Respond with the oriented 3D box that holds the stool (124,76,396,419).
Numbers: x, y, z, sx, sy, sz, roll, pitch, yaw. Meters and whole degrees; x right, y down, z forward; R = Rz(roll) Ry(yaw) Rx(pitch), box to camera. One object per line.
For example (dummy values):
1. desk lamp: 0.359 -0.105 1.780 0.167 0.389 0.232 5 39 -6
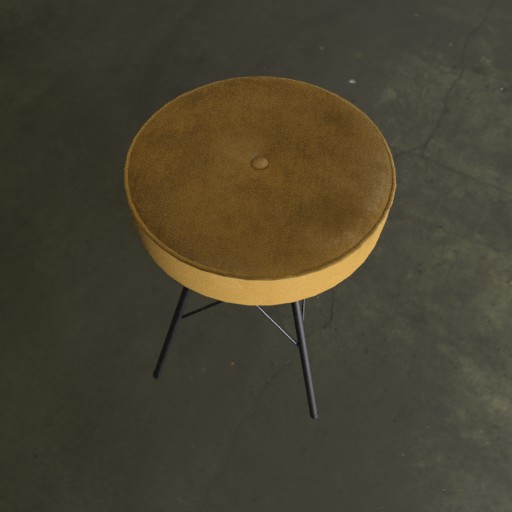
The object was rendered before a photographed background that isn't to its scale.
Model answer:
1. stool: 0.000 0.000 0.937 0.438 0.595 0.472 14 59 8
